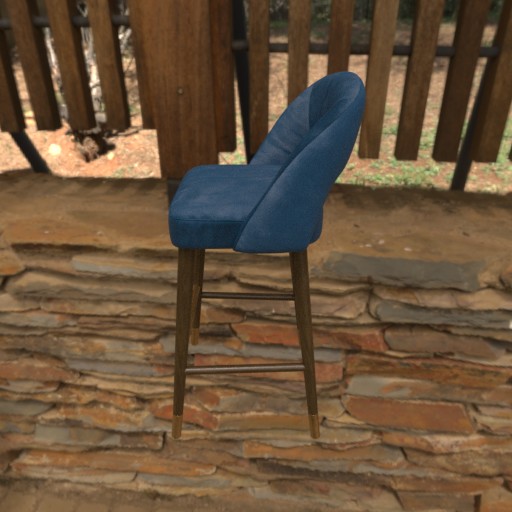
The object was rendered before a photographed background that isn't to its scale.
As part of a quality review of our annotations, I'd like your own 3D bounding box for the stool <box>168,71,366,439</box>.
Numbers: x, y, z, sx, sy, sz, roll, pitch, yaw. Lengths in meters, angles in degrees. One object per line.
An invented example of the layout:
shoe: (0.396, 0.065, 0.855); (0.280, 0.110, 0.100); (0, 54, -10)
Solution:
stool: (0.000, 0.000, 1.323); (0.515, 1.016, 0.514); (0, 28, 0)
